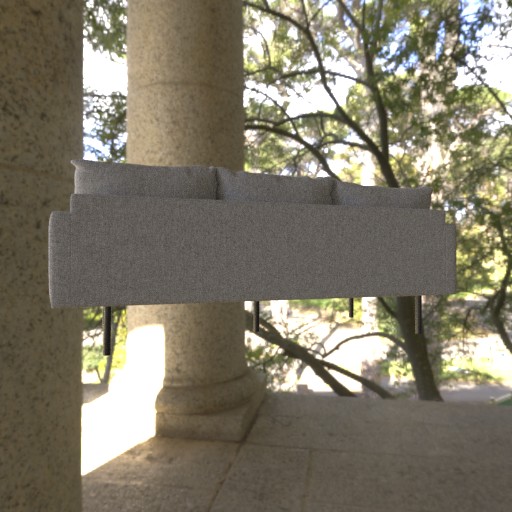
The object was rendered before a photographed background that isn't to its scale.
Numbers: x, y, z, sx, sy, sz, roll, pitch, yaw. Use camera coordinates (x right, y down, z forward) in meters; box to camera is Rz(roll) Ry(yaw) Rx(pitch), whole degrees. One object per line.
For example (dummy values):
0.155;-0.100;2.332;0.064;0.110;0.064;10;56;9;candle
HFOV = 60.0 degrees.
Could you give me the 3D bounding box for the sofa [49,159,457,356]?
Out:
0.000;0.000;2.443;2.000;0.830;0.850;0;0;-19;sofa
